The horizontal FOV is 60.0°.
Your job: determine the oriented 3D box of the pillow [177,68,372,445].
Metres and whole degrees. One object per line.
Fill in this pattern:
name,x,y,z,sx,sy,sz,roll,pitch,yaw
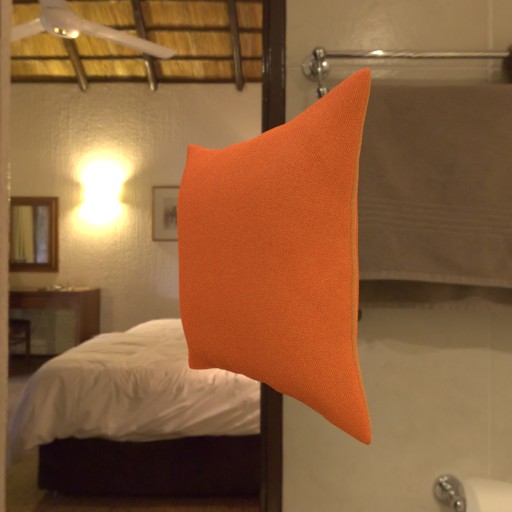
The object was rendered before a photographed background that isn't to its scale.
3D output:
pillow,0.000,0.000,0.701,0.169,0.444,0.453,0,0,-36
